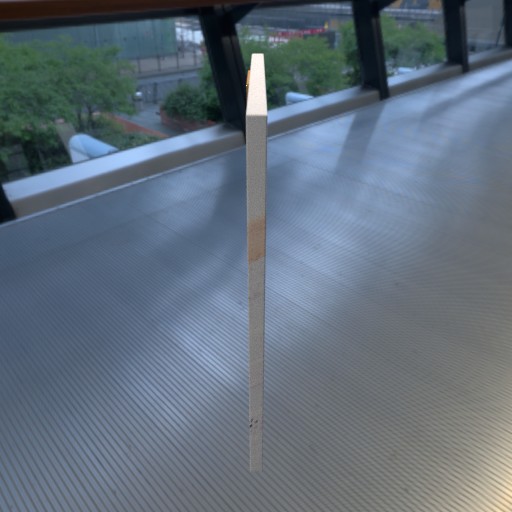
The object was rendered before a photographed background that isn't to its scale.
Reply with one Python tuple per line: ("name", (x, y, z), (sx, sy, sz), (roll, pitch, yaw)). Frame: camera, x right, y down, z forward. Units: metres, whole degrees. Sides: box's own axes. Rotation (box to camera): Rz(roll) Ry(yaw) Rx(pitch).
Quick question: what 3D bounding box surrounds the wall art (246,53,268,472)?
("wall art", (0.000, 0.000, 1.106), (0.036, 0.848, 0.613), (0, 32, 0))
